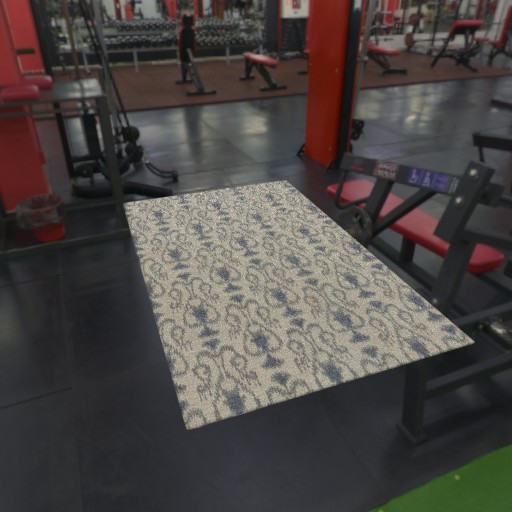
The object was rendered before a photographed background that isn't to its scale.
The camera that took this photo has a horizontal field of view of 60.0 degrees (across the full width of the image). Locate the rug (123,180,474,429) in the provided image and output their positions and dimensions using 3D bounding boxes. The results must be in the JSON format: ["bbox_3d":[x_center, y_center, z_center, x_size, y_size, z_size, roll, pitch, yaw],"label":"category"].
[{"bbox_3d":[0.000,0.000,2.068,1.035,0.006,1.652,-11,33,-17],"label":"rug"}]
